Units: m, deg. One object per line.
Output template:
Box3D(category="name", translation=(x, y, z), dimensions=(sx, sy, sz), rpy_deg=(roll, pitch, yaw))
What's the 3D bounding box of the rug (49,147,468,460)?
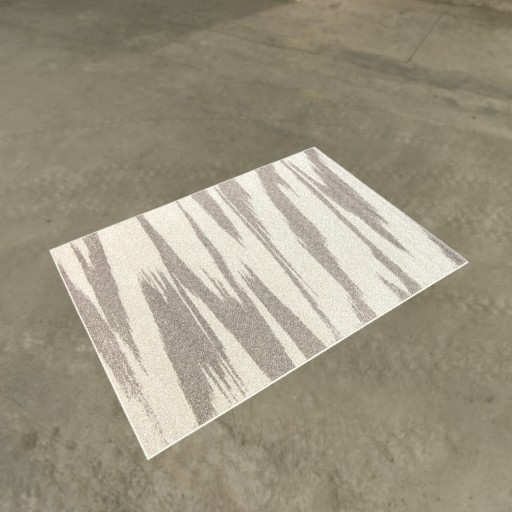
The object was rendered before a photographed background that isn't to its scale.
Box3D(category="rug", translation=(0.000, 0.000, 2.770), dimensions=(2.142, 0.010, 1.533), rpy_deg=(-26, 52, -22))
